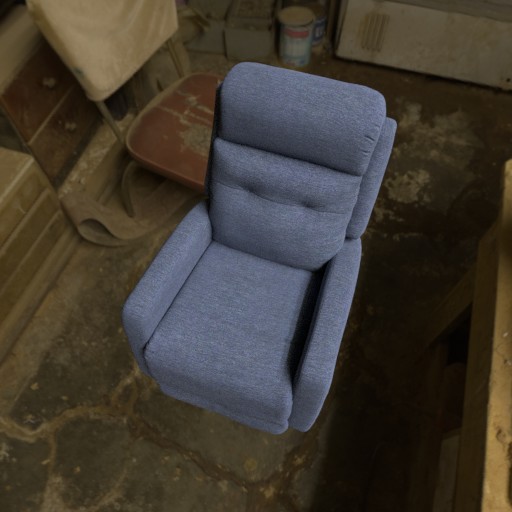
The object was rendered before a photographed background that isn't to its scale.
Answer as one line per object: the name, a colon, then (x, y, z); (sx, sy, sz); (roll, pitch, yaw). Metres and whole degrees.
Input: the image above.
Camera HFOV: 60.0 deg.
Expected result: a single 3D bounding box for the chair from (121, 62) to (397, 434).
chair: (0.000, 0.000, 1.701); (0.798, 1.013, 1.043); (17, 60, 10)
